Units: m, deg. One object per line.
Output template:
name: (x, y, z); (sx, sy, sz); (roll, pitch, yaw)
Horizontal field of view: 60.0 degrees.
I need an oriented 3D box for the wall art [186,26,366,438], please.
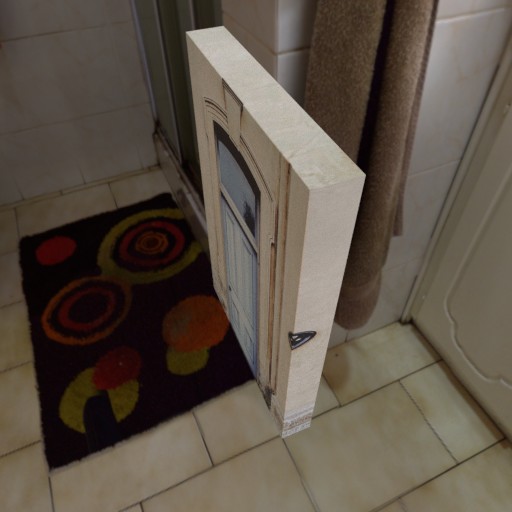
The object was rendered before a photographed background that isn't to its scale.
wall art: (0.000, 0.000, 0.481); (0.038, 0.381, 0.254); (-17, 49, -15)
